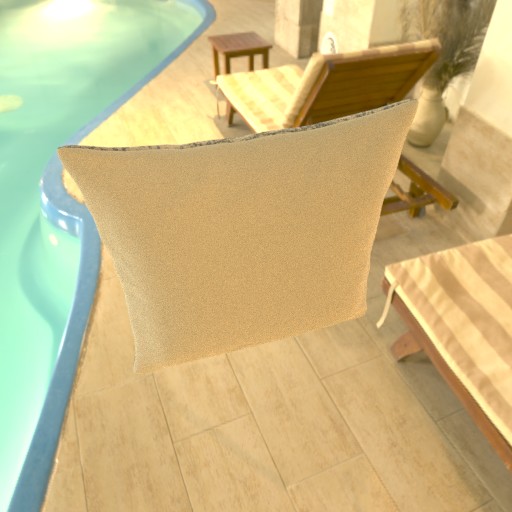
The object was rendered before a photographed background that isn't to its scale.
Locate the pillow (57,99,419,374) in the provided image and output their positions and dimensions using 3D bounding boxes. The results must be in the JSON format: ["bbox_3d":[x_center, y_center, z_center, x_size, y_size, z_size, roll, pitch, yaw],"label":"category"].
[{"bbox_3d":[0.000,0.000,0.782,0.523,0.510,0.166,-12,44,-13],"label":"pillow"}]
